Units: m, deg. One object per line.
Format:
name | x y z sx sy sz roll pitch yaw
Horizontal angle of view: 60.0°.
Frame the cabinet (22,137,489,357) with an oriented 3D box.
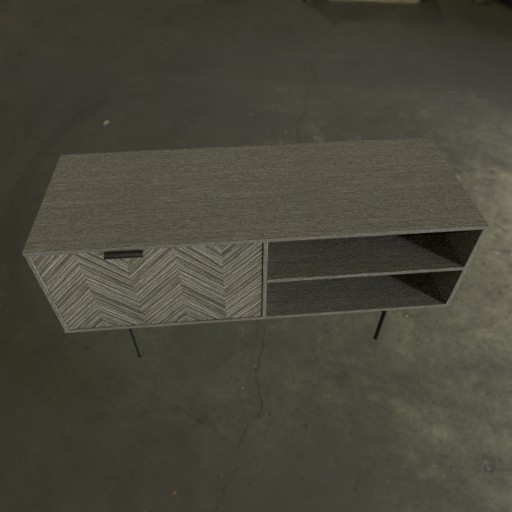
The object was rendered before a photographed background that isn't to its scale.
cabinet | 0.000 0.000 1.599 1.300 0.599 0.500 -3 46 -3
